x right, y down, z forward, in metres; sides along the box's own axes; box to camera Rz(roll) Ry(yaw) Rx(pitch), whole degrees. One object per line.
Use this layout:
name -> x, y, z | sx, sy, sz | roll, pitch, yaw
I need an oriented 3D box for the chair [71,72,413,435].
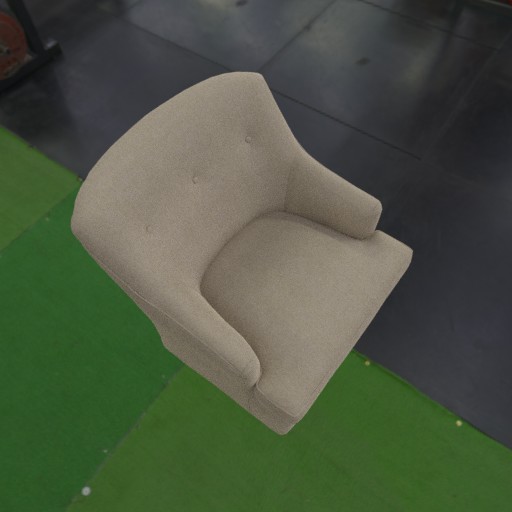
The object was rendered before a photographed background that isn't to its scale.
chair -> 0.000, 0.000, 1.627 | 0.923, 0.856, 0.864 | 34, 65, 18
